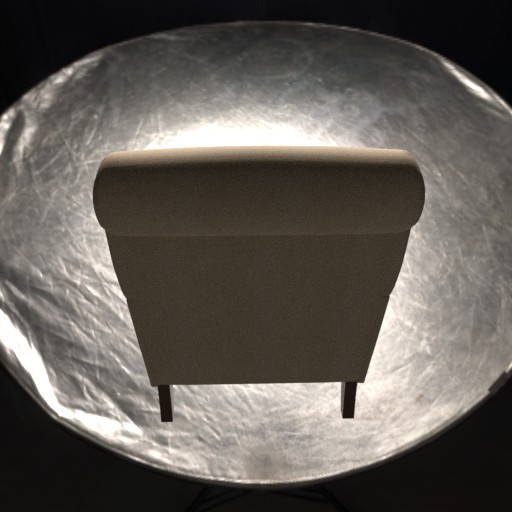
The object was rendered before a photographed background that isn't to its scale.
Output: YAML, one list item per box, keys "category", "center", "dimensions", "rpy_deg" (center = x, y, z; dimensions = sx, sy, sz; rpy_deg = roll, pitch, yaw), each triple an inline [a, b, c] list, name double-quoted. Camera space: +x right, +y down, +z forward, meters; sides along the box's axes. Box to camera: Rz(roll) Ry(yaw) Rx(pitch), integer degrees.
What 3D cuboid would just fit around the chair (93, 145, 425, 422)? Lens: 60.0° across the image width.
- category: "chair"
  center: [0.000, 0.000, 1.506]
  dimensions: [0.766, 0.944, 0.842]
  rpy_deg: [-1, 31, -1]
